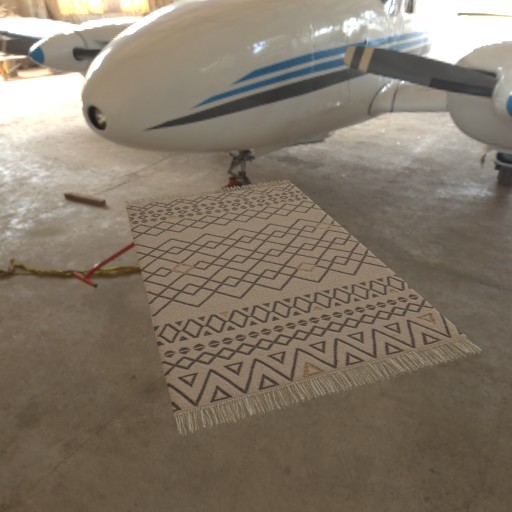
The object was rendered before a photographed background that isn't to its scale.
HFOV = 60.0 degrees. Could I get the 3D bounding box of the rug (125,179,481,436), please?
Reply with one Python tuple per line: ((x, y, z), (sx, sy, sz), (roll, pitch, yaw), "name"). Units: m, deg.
((0.000, 0.000, 2.411), (1.224, 0.028, 2.023), (-10, 32, -16), "rug")
